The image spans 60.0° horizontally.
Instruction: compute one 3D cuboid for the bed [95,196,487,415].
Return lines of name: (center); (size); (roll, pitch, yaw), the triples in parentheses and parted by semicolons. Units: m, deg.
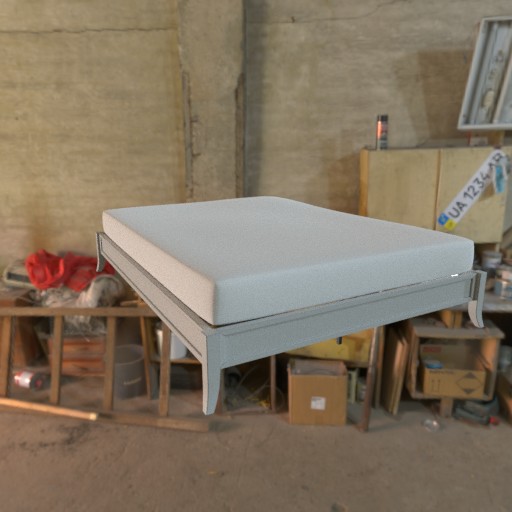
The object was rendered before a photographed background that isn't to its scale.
bed: (0.000, 0.000, 2.806); (1.604, 0.510, 2.108); (-8, 17, -28)
